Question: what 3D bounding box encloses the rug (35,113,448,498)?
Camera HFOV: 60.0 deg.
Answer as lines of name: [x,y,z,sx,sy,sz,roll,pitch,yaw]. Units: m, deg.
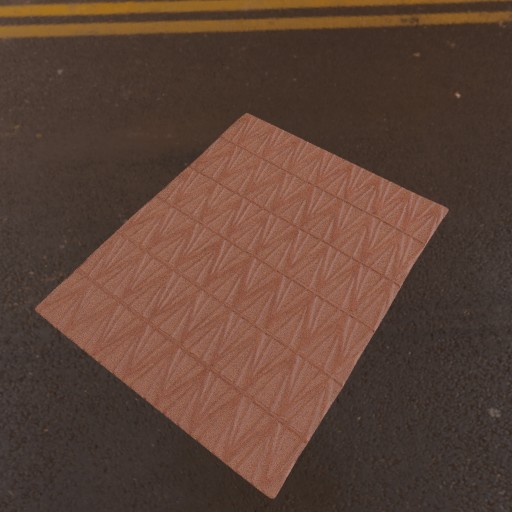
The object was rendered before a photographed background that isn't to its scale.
rug: [0.000,0.000,4.023,2.453,0.043,3.052,31,63,18]
